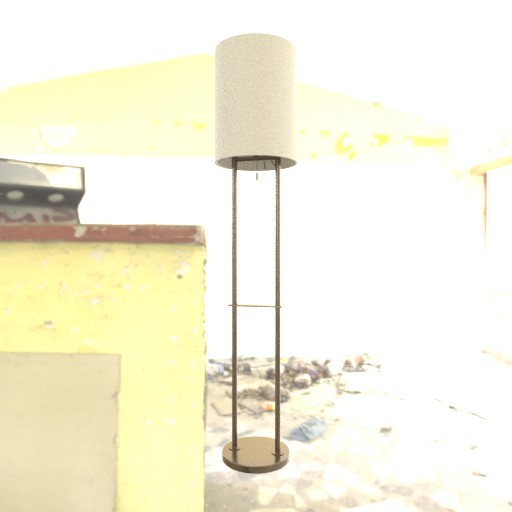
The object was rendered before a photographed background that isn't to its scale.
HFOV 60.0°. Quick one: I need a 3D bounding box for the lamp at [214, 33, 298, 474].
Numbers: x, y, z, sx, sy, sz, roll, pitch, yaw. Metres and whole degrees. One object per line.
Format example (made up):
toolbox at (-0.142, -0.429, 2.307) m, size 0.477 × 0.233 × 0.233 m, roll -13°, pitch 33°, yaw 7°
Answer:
lamp at (0.000, 0.000, 1.645) m, size 0.306 × 1.500 × 0.305 m, roll 0°, pitch 1°, yaw 15°
